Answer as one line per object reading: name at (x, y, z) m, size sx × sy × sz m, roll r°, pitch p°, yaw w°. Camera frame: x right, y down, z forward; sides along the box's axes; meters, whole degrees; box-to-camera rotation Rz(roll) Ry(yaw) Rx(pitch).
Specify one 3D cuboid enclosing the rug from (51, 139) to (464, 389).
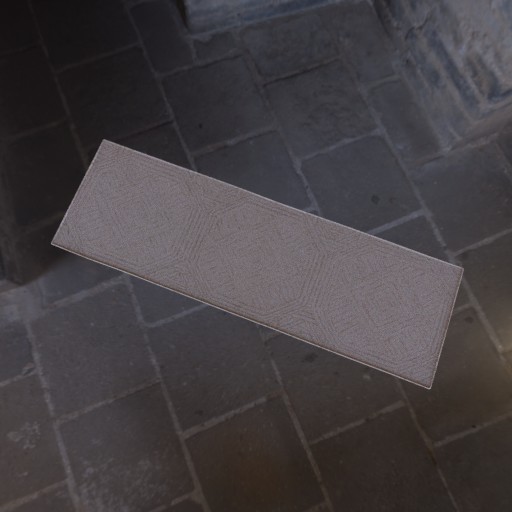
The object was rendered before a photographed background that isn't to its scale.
rug at (0.000, 0.000, 2.751) m, size 2.452 × 0.012 × 0.775 m, roll 20°, pitch 78°, yaw 5°
